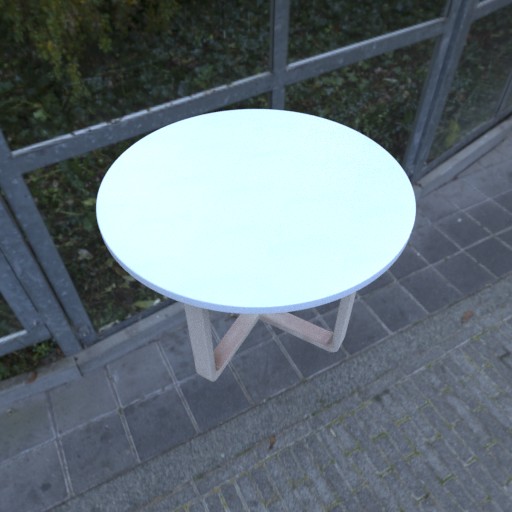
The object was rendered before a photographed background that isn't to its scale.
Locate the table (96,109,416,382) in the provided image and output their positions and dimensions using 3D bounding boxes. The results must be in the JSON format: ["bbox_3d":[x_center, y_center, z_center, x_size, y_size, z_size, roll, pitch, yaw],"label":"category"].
[{"bbox_3d":[0.000,0.000,0.999,0.600,0.400,0.600,0,46,0],"label":"table"}]
